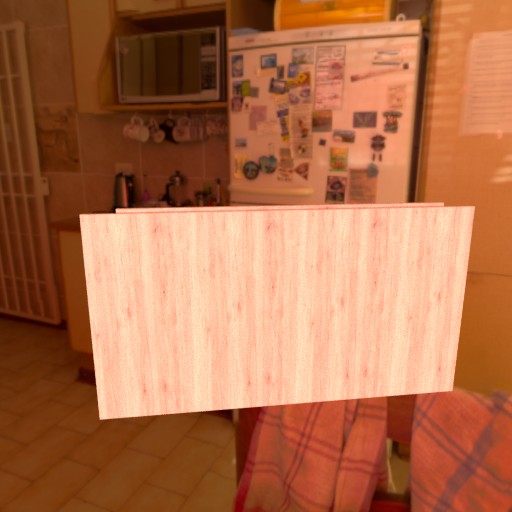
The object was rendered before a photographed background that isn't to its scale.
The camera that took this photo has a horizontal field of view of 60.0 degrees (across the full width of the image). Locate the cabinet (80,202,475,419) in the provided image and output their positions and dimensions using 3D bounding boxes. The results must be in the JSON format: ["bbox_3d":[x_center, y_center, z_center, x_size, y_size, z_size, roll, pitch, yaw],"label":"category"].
[{"bbox_3d":[0.000,0.000,3.044,1.750,0.970,2.080,-2,14,-8],"label":"cabinet"}]
